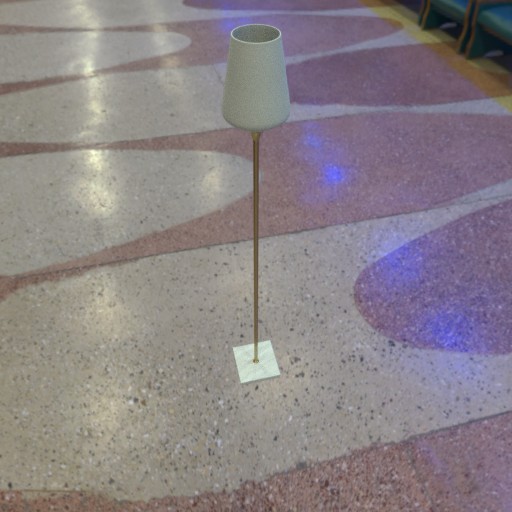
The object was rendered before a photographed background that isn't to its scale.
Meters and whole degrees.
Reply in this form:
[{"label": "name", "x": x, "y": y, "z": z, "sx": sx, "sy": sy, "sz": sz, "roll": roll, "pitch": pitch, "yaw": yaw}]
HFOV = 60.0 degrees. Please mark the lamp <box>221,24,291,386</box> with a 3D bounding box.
[{"label": "lamp", "x": 0.000, "y": 0.000, "z": 1.897, "sx": 0.229, "sy": 1.813, "sz": 0.232, "roll": -10, "pitch": 48, "yaw": -9}]
